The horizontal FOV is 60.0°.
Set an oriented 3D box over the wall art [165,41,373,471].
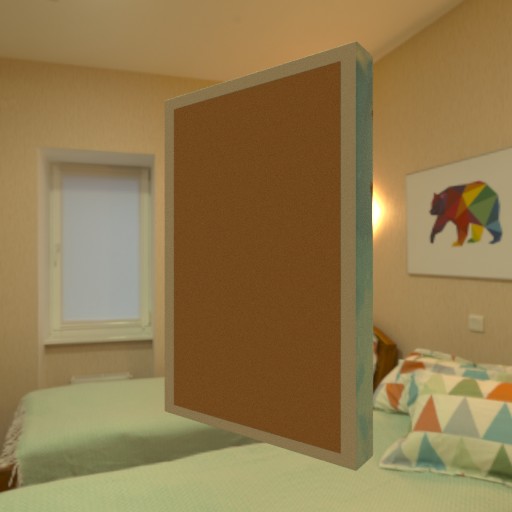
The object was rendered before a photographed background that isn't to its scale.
[{"bbox_3d":[0.000,0.000,0.481,0.251,0.380,0.039,0,0,37],"label":"wall art"}]
